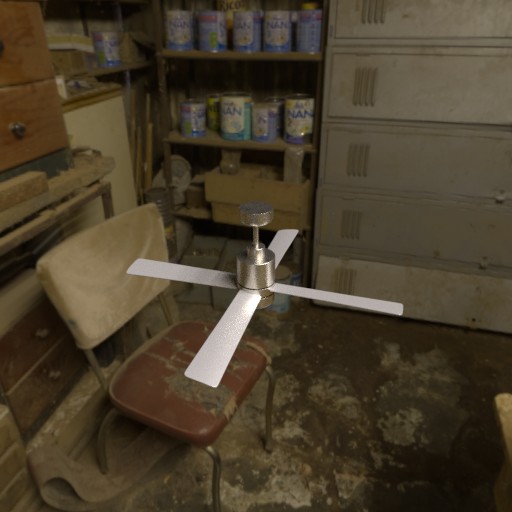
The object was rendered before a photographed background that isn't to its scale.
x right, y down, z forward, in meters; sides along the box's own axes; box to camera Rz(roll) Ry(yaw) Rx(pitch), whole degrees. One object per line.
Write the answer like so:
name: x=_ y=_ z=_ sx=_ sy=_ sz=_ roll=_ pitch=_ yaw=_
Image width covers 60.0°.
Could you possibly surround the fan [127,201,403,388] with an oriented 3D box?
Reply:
fan: x=0.000 y=0.000 z=2.314 sx=1.525 sy=0.539 sz=1.525 roll=8 pitch=29 yaw=16
